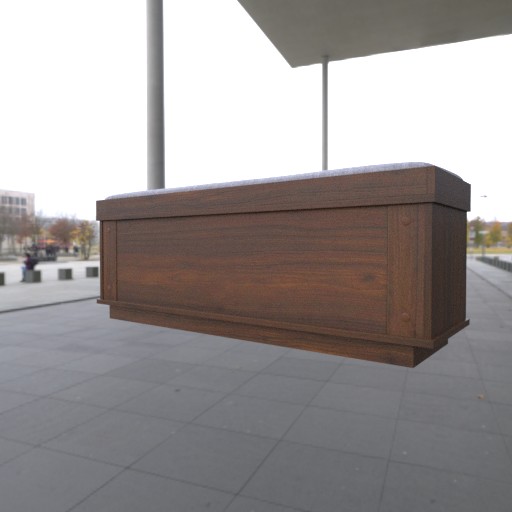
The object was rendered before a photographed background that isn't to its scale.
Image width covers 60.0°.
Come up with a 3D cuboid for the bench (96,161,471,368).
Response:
[{"bbox_3d":[0.000,0.000,1.422,1.196,0.468,0.367,1,2,37],"label":"bench"}]
